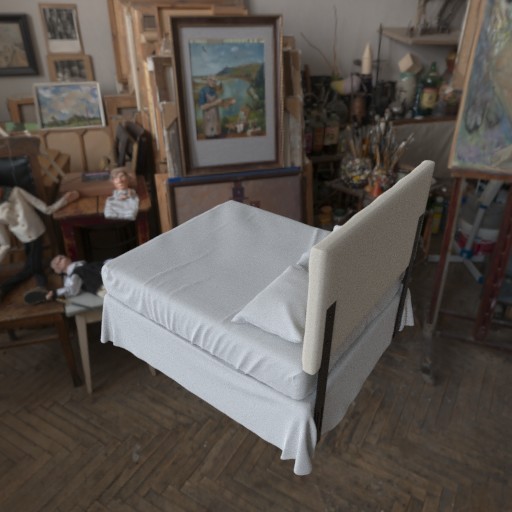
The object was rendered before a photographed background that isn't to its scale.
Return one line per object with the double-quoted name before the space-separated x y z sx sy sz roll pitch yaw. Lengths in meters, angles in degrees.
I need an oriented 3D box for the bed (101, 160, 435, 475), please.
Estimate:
"bed" 0.000 0.000 3.592 2.222 1.577 1.936 21 37 31
